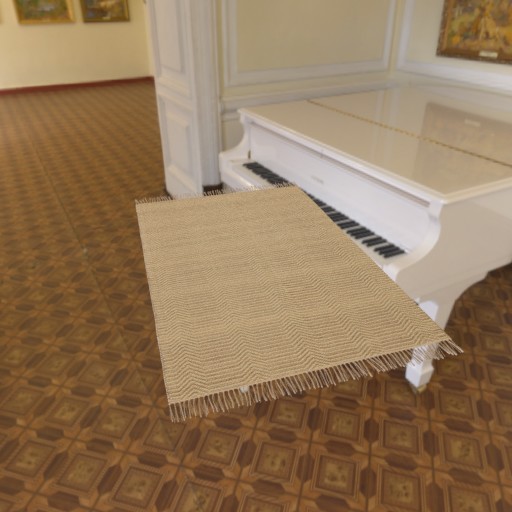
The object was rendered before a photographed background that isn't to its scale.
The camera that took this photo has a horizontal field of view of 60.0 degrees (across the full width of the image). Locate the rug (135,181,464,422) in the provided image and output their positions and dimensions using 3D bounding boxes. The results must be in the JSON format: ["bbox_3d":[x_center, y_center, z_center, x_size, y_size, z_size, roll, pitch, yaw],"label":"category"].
[{"bbox_3d":[0.000,0.000,2.523,1.224,0.027,2.021,-9,32,-14],"label":"rug"}]
